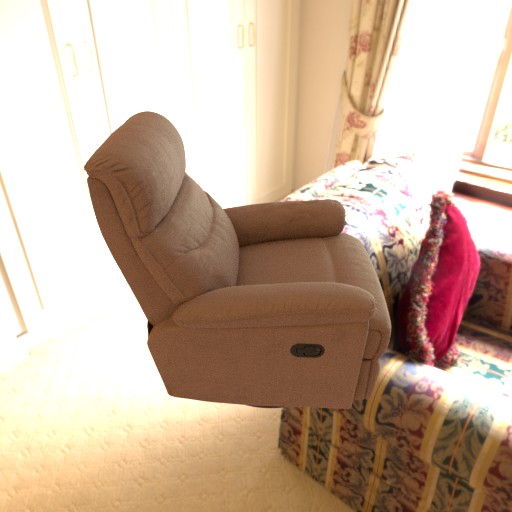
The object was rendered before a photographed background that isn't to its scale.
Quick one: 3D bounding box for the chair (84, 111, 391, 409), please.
[{"bbox_3d":[0.000,0.000,1.760,1.004,1.037,0.820,1,32,1],"label":"chair"}]
